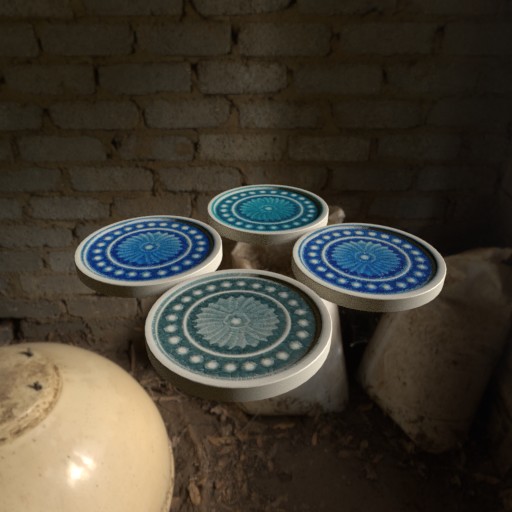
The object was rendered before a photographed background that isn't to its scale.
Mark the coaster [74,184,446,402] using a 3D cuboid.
[{"bbox_3d":[0.000,0.000,0.330,0.224,0.010,0.220,-22,37,-33],"label":"coaster"}]
